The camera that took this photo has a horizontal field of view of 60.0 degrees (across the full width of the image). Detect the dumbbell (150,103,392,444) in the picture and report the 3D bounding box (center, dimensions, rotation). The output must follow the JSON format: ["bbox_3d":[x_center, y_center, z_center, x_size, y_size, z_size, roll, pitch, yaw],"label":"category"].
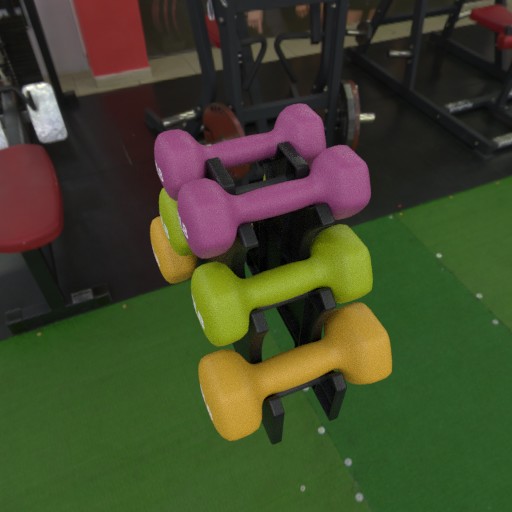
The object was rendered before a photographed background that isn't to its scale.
[{"bbox_3d":[0.000,0.000,0.469,0.190,0.271,0.300,-16,49,-15],"label":"dumbbell"}]
